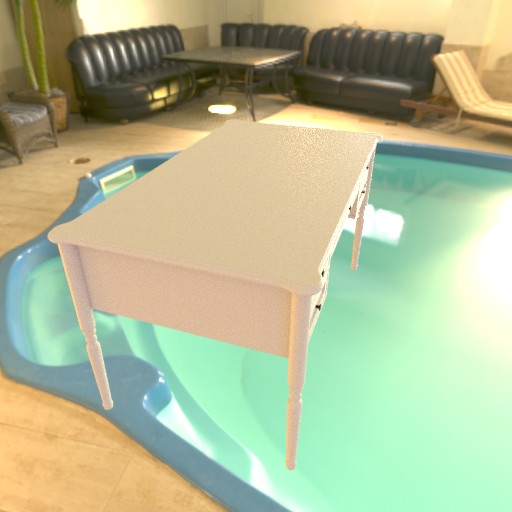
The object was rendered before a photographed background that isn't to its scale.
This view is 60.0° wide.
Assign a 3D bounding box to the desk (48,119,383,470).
[{"bbox_3d":[0.000,0.000,1.884,0.807,0.762,1.380,11,33,17],"label":"desk"}]
